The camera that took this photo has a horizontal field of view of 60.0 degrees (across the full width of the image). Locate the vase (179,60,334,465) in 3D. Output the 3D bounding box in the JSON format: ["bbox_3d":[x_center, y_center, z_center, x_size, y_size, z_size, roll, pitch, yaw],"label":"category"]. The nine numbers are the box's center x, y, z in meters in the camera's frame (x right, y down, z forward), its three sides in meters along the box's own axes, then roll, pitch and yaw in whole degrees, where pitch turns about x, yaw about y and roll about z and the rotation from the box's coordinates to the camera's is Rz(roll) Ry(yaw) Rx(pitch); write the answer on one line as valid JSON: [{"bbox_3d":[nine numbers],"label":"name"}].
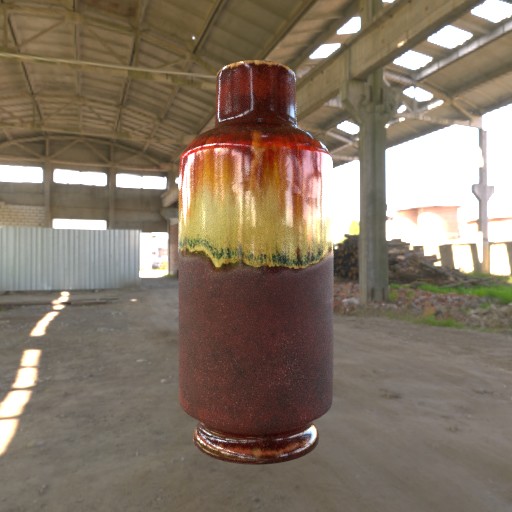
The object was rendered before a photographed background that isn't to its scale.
[{"bbox_3d":[0.000,0.000,0.321,0.111,0.261,0.111,0,-1,0],"label":"vase"}]
